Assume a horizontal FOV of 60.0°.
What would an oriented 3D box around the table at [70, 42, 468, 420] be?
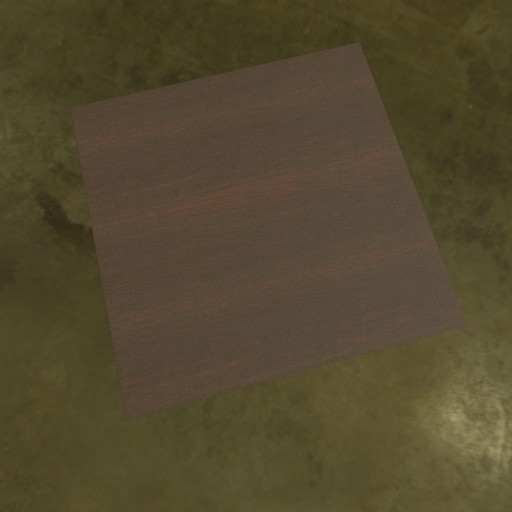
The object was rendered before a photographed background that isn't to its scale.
[{"bbox_3d":[0.000,0.000,0.947,0.495,0.559,0.495,-14,76,-4],"label":"table"}]
